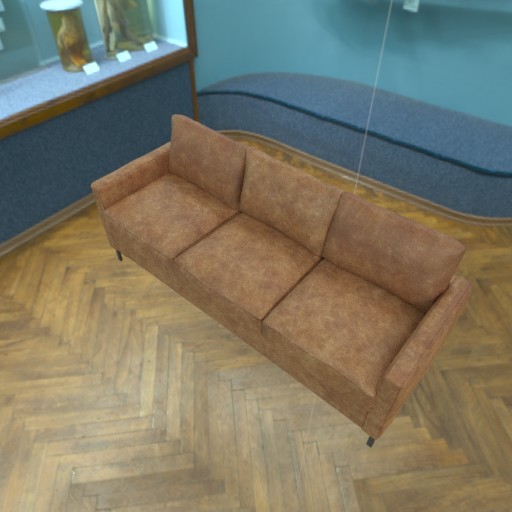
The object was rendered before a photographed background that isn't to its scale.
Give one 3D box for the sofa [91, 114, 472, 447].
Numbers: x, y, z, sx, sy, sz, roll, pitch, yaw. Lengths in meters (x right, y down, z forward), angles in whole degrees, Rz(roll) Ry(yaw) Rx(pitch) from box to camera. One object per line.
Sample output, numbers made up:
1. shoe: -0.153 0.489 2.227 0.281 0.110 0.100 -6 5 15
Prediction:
1. sofa: 0.000 0.000 2.421 2.029 0.863 0.748 31 53 27
